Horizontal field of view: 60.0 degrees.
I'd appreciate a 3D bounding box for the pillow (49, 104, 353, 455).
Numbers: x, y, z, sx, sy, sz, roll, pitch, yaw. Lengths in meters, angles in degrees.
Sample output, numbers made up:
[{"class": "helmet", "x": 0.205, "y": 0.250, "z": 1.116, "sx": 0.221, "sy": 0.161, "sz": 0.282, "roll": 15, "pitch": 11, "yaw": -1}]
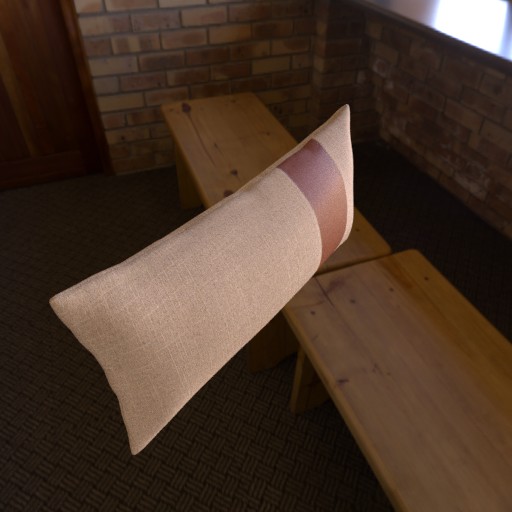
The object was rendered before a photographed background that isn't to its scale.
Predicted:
[{"class": "pillow", "x": 0.000, "y": 0.000, "z": 0.706, "sx": 0.155, "sy": 0.282, "sz": 0.612, "roll": 27, "pitch": 48, "yaw": 27}]
